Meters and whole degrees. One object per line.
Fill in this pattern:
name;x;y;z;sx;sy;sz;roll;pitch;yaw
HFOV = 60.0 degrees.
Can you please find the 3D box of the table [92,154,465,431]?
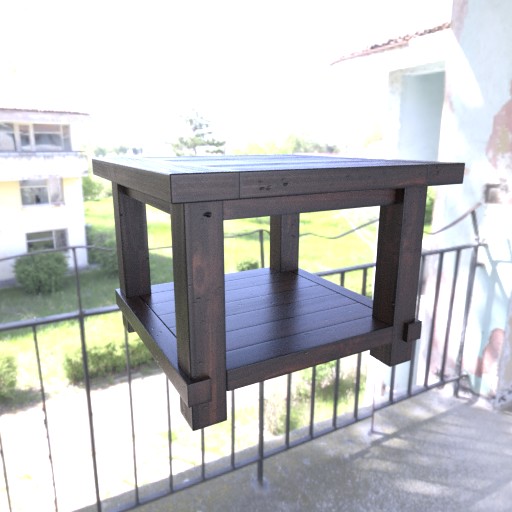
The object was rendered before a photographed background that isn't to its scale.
table;0.000;0.000;1.030;0.593;0.437;0.606;-8;17;-28
